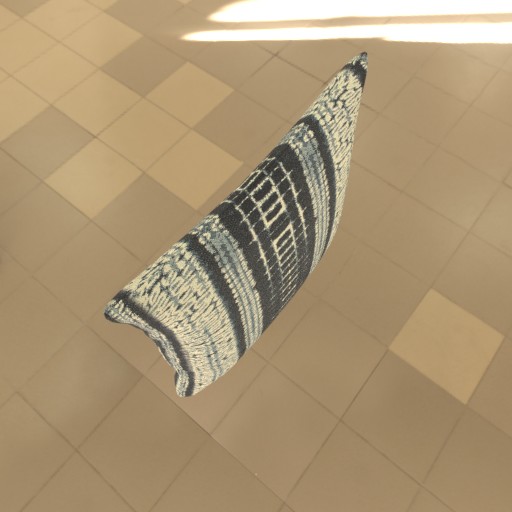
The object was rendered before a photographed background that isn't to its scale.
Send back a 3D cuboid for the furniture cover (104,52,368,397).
[{"bbox_3d":[0.000,0.000,0.650,0.133,0.435,0.425,35,69,16],"label":"furniture cover"}]
